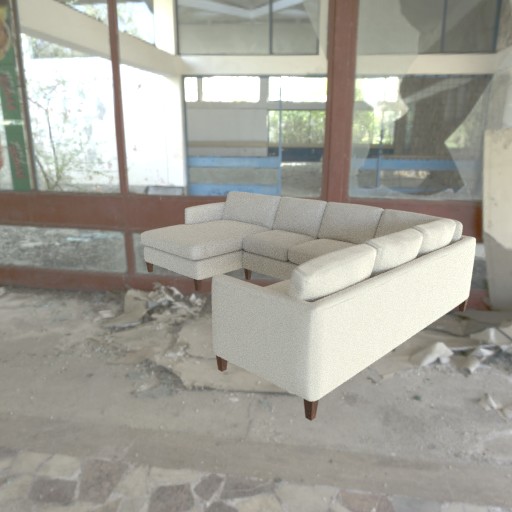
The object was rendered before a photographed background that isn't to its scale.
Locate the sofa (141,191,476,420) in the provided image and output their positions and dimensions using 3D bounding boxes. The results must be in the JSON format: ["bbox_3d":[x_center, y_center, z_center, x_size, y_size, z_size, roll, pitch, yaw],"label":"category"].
[{"bbox_3d":[0.000,0.000,4.574,3.459,0.956,2.593,15,21,43],"label":"sofa"}]
